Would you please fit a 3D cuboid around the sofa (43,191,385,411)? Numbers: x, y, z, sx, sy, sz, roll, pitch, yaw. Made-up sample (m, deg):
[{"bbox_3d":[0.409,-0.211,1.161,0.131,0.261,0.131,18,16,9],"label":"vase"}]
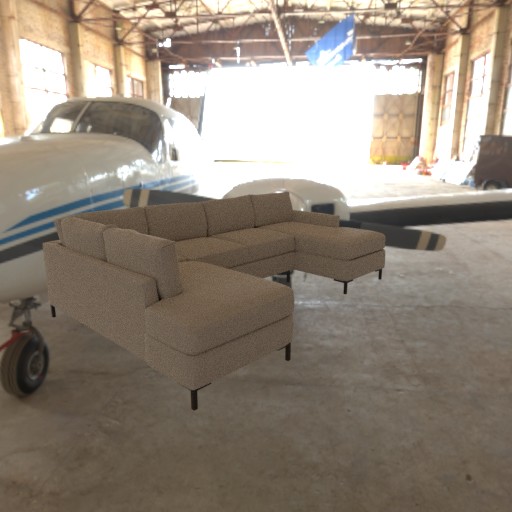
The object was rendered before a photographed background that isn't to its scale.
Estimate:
[{"bbox_3d":[0.000,0.000,3.926,1.989,0.862,2.984,13,19,42],"label":"sofa"}]
